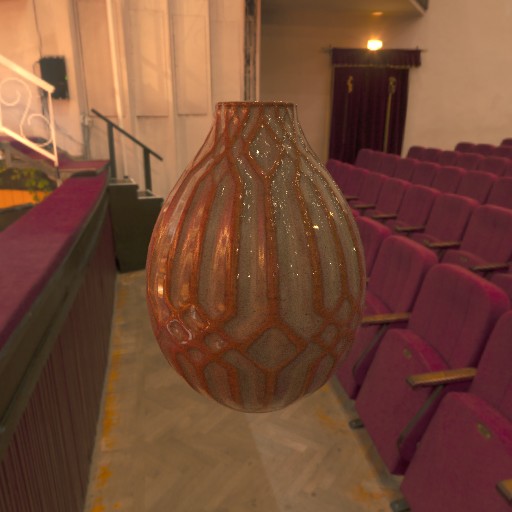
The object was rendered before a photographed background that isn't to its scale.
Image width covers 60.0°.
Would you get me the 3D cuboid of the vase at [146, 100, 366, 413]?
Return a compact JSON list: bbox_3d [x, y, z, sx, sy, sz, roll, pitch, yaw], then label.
[{"bbox_3d":[0.000,0.000,0.266,0.131,0.175,0.131,0,18,0],"label":"vase"}]
